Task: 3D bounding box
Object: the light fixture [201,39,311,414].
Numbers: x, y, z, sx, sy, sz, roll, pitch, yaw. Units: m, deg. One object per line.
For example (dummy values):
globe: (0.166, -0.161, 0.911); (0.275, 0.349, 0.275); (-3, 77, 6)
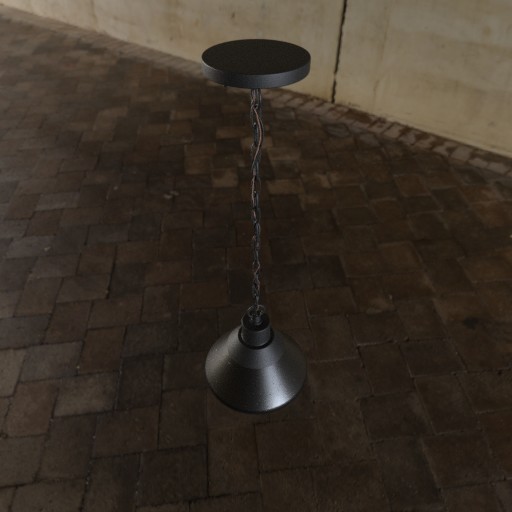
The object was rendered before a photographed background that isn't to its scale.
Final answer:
light fixture: (0.000, 0.000, 0.680); (0.201, 0.588, 0.201); (-13, 43, -14)
